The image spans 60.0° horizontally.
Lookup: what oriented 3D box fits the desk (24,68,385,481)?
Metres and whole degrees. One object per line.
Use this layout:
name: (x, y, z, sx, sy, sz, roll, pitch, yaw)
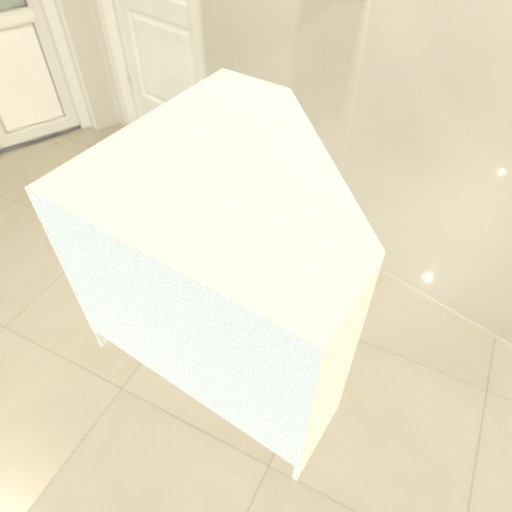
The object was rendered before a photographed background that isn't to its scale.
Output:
desk: (0.000, 0.000, 1.621, 0.940, 0.818, 0.926, 26, 52, 22)
